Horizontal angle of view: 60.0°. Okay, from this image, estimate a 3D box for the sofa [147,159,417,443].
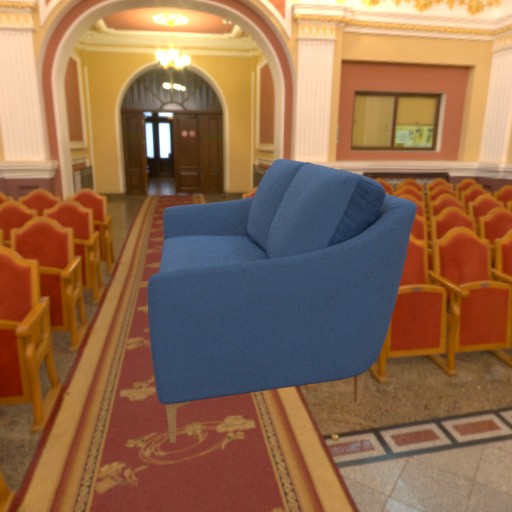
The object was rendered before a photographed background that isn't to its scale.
[{"bbox_3d":[0.000,0.000,2.198,0.960,0.902,1.619,-2,15,-9],"label":"sofa"}]
